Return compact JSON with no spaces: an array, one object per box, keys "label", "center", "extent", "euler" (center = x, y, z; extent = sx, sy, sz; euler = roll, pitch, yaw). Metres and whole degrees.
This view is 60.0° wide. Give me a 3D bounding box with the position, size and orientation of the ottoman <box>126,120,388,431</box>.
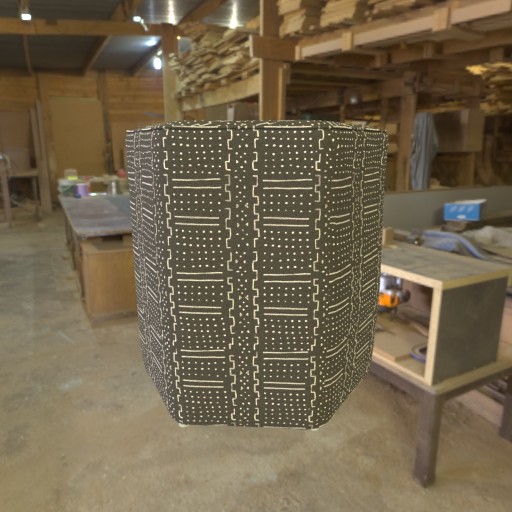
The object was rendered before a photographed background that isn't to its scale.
[{"label":"ottoman","center":[0.000,0.000,0.884],"extent":[0.443,0.502,0.494],"euler":[-7,16,-26]}]
